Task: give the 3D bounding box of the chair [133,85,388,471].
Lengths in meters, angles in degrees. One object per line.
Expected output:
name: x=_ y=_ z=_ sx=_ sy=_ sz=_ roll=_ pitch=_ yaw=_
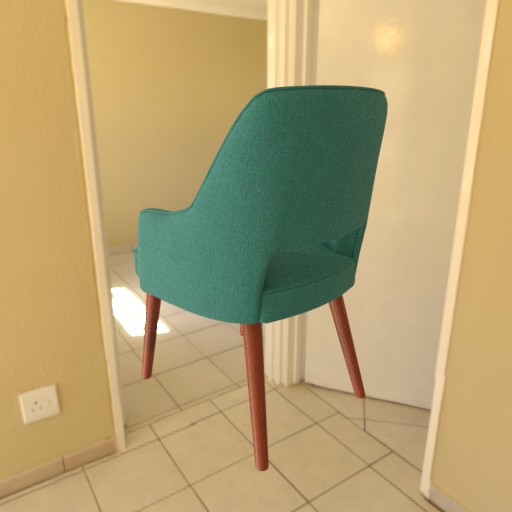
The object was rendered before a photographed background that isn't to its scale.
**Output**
chair: x=0.000 y=0.000 z=1.218 sx=0.548 sy=0.849 sz=0.605 roll=-16 pitch=24 yaw=-41
